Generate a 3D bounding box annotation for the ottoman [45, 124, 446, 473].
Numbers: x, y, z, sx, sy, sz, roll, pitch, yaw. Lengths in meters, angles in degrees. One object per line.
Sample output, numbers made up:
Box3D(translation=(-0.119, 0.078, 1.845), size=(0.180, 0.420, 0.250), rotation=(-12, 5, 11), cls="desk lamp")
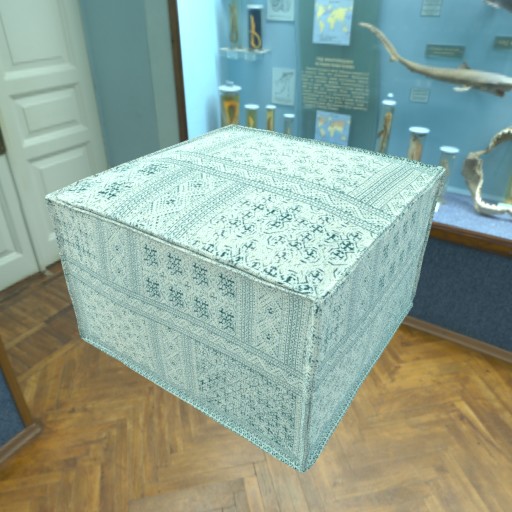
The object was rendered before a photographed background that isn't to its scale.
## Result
Box3D(translation=(0.000, 0.000, 1.024), size=(0.626, 0.439, 0.617), rotation=(20, 37, 29), cls="ottoman")
